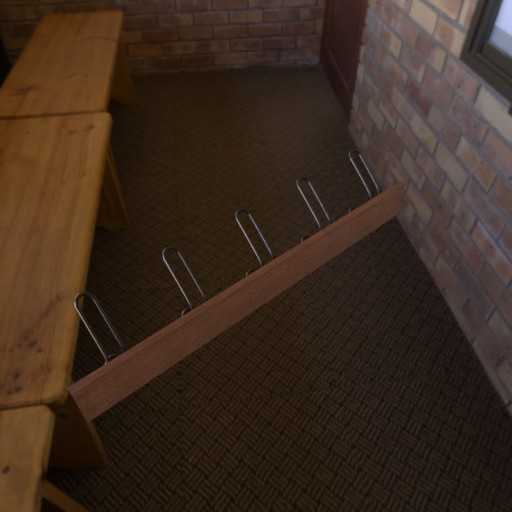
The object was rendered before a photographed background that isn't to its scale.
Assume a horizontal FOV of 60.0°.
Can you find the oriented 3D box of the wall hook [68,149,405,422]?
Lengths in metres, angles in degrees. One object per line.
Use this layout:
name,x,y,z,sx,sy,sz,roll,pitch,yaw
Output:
wall hook,0.000,0.000,0.602,0.554,0.116,0.076,-31,53,-27
